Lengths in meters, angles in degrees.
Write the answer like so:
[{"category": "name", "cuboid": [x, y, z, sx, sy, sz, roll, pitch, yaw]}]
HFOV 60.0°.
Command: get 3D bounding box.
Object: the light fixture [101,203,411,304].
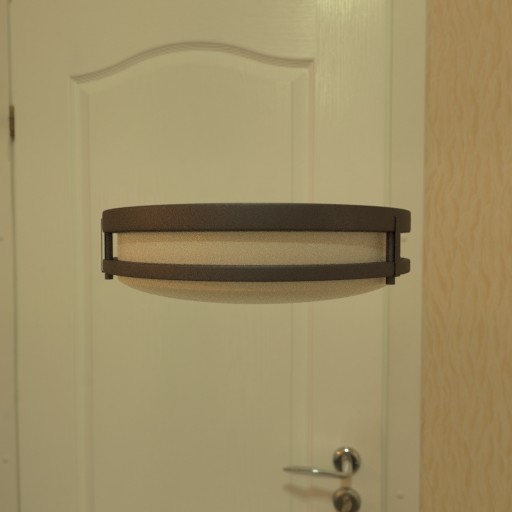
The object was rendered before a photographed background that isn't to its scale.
[{"category": "light fixture", "cuboid": [0.000, 0.000, 0.540, 0.356, 0.102, 0.356, 0, 2, 0]}]
